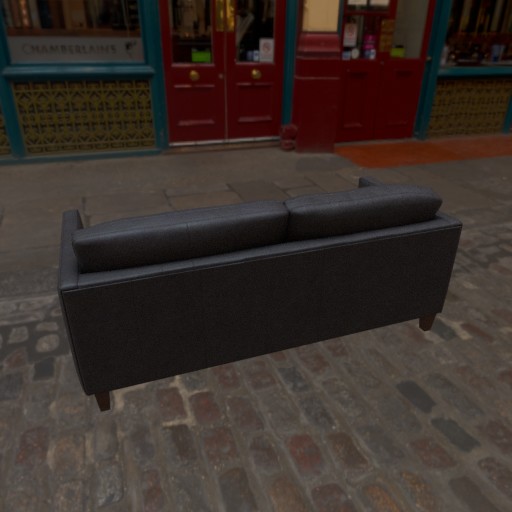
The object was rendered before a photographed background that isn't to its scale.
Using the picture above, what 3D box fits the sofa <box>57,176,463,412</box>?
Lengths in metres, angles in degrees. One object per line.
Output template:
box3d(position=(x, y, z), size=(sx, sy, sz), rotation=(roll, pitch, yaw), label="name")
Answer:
box3d(position=(0.000, 0.000, 2.480), size=(1.971, 0.863, 0.933), rotation=(-9, 28, -18), label="sofa")
